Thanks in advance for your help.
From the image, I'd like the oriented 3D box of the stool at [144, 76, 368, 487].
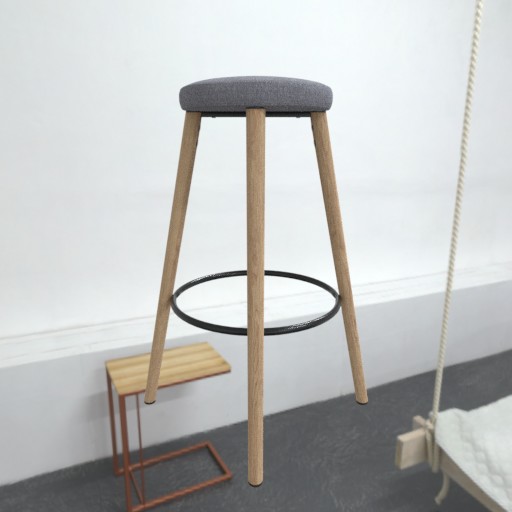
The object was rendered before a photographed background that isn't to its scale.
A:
[{"bbox_3d":[0.000,0.000,1.027,0.410,0.770,0.410,-15,21,-43],"label":"stool"}]
